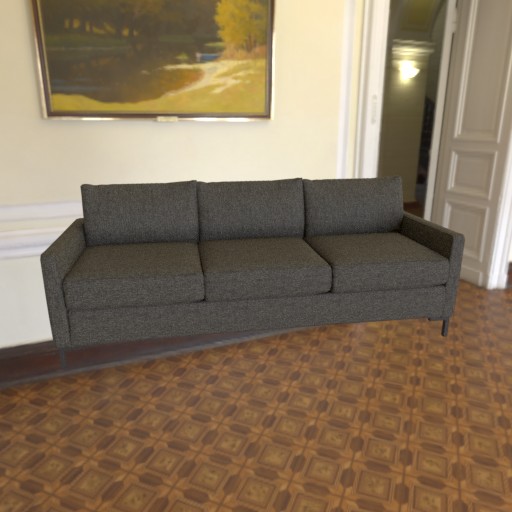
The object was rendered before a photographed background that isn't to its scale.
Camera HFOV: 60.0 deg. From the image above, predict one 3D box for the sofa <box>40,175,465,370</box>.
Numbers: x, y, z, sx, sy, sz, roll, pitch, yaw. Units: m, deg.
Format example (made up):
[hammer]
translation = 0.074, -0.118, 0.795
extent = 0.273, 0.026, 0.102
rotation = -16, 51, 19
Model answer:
[sofa]
translation = 0.000, 0.000, 2.708
extent = 2.253, 0.879, 0.876
rotation = -3, 18, -9
